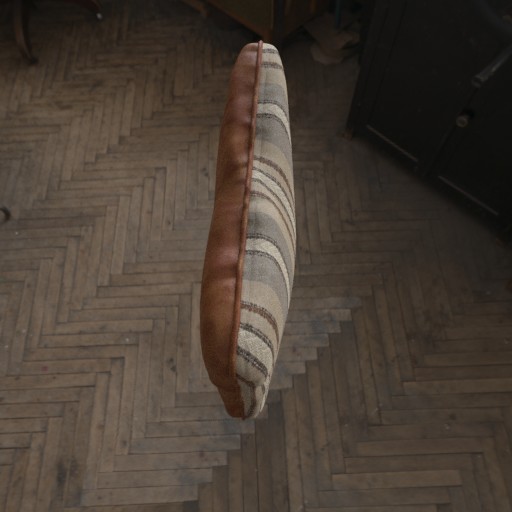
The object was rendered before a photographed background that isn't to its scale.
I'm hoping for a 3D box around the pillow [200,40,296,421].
[{"bbox_3d":[0.000,0.000,0.750,0.130,0.490,0.489,3,64,2],"label":"pillow"}]
